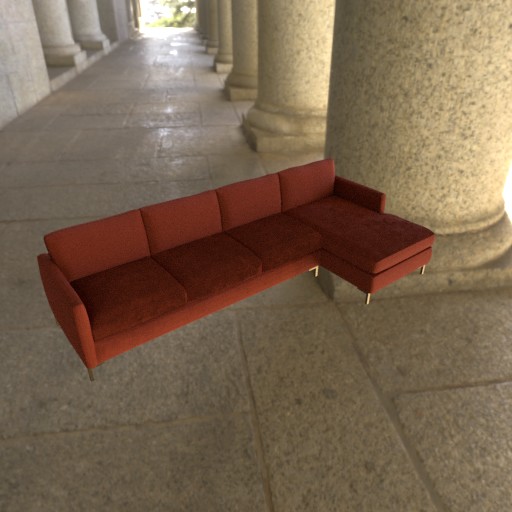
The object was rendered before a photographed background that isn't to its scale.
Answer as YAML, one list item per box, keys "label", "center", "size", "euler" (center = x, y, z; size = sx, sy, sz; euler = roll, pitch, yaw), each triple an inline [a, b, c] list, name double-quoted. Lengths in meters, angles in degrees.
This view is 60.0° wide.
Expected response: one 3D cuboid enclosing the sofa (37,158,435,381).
- label: "sofa"
  center: [0.000, 0.000, 3.507]
  size: [2.932, 0.810, 1.350]
  euler: [-21, 36, -32]
